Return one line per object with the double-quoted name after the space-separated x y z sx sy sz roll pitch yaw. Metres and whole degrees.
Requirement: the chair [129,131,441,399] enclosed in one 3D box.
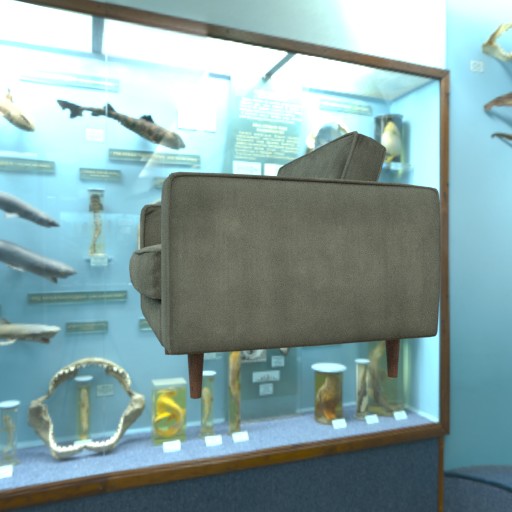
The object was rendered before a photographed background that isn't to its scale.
0.000 0.000 1.566 0.843 0.773 0.928 0 0 -19 "chair"
